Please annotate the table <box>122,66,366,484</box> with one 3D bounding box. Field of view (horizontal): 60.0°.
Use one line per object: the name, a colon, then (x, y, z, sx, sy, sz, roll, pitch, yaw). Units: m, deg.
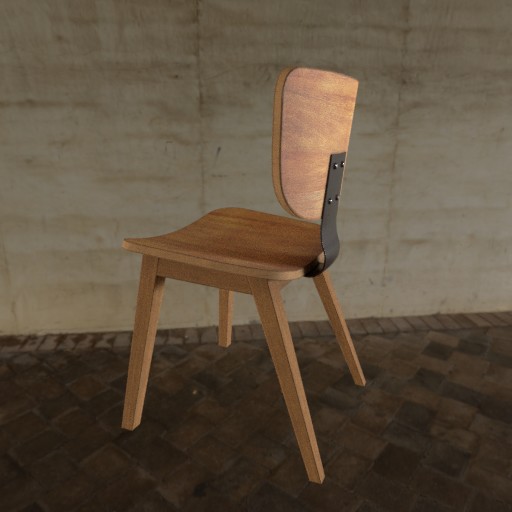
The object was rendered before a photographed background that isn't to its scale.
table: (0.000, 0.000, 1.085, 0.500, 0.805, 0.499, 8, 18, 25)
